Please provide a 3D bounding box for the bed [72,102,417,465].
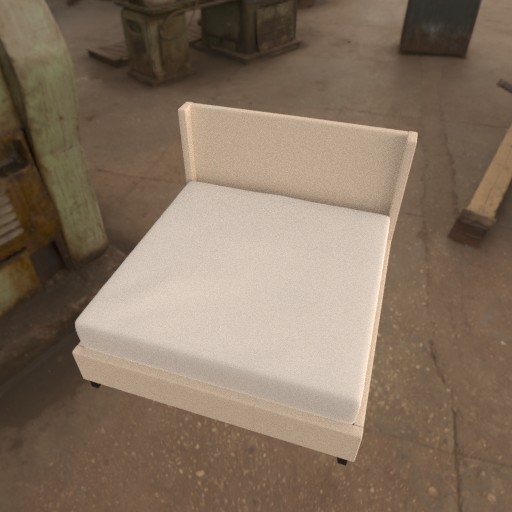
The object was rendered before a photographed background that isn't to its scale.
[{"bbox_3d":[0.000,0.000,3.652,2.145,1.471,2.293,12,42,13],"label":"bed"}]
